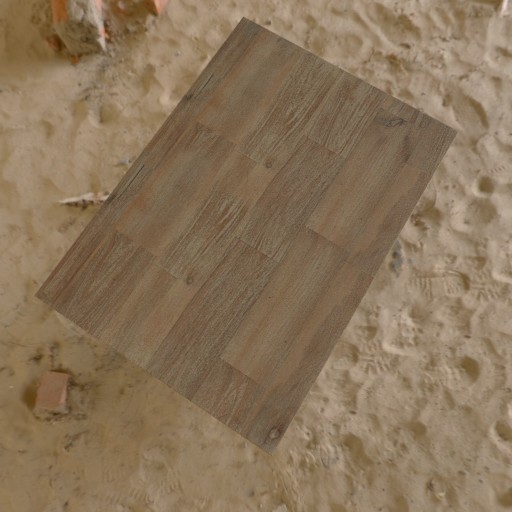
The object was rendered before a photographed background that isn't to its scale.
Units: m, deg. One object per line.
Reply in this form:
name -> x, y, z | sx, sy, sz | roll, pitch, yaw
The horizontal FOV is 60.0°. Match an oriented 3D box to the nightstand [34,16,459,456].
nightstand -> 0.000, 0.000, 0.943 | 0.396, 0.589, 0.552 | 31, 79, 7
